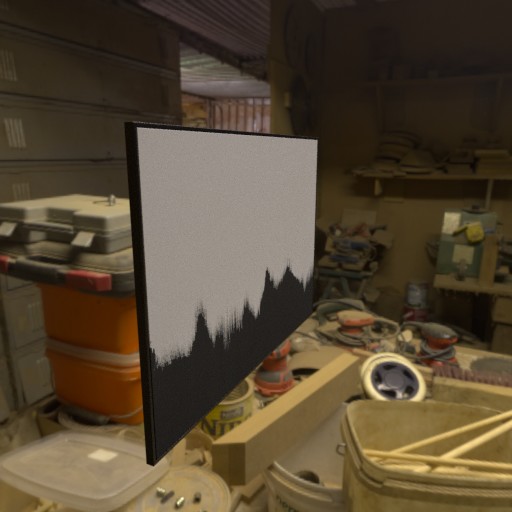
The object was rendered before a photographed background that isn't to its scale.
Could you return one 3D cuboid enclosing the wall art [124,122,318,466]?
[{"bbox_3d":[0.000,0.000,1.231,0.019,0.660,0.957,6,15,26],"label":"wall art"}]
